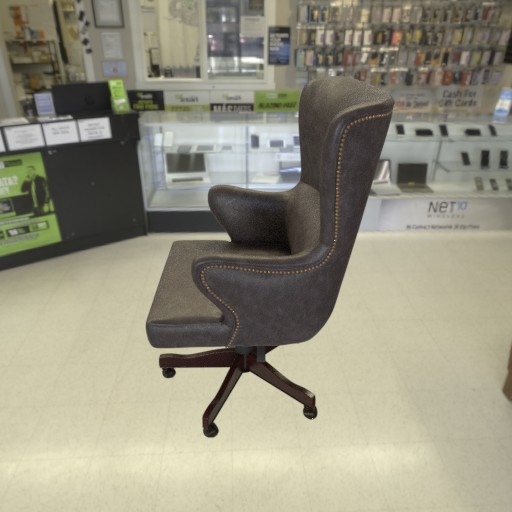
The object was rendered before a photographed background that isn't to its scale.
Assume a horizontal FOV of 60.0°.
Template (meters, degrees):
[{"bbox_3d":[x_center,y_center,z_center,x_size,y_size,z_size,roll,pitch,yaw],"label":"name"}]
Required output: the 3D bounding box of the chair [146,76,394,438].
[{"bbox_3d":[0.000,0.000,1.438,0.717,1.037,0.594,0,28,-1],"label":"chair"}]
